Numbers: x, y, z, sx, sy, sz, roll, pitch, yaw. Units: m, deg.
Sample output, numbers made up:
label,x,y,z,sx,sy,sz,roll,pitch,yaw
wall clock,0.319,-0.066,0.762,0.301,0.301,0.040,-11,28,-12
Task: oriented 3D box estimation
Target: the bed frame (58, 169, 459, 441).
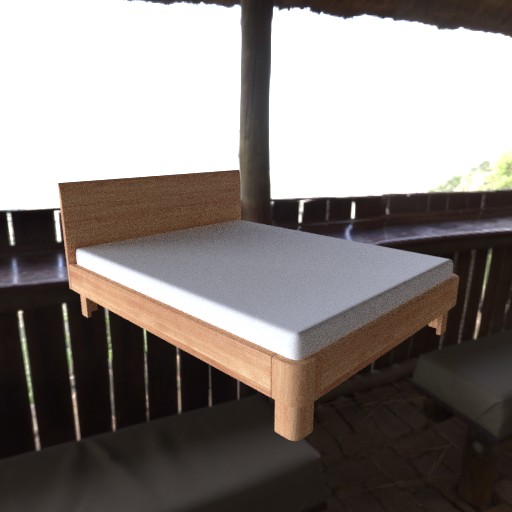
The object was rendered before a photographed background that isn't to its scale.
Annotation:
label,x,y,z,sx,sy,sz,roll,pitch,yaw
bed frame,0.000,0.000,2.951,2.092,0.940,1.660,14,21,42
